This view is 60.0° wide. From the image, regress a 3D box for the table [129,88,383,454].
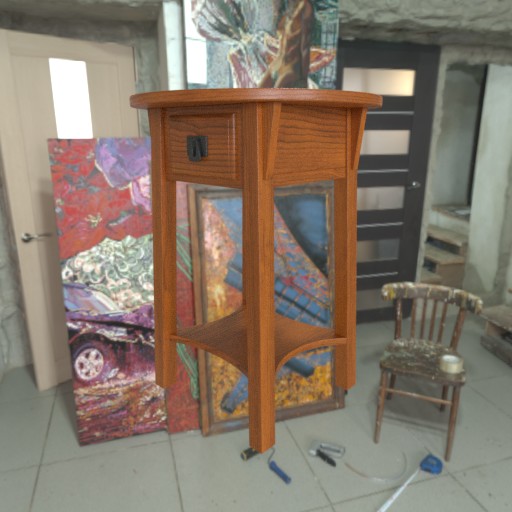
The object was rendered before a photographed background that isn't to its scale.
[{"bbox_3d":[0.000,0.000,0.912,0.457,0.610,0.457,0,16,0],"label":"table"}]
